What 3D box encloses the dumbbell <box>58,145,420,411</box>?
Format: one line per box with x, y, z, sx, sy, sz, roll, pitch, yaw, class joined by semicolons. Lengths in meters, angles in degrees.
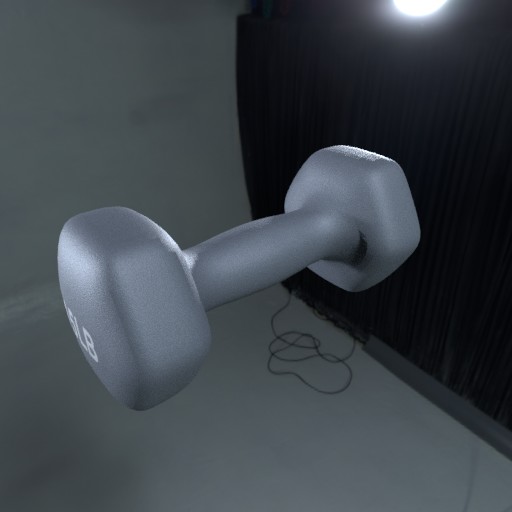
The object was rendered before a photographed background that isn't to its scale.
0.000;0.000;0.297;0.240;0.105;0.116;-22;37;-32;dumbbell
